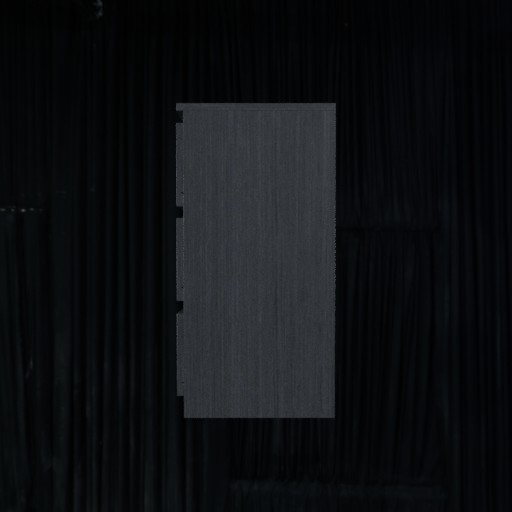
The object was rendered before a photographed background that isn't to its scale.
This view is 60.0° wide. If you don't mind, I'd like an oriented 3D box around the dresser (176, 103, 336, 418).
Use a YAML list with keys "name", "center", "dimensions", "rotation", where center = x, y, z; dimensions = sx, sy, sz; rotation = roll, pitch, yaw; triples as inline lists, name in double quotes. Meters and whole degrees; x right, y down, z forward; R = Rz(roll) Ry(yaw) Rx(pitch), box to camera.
- name: "dresser"
  center: [0.000, 0.000, 1.914]
  dimensions: [0.400, 0.795, 1.590]
  rotation: [0, 1, 0]
